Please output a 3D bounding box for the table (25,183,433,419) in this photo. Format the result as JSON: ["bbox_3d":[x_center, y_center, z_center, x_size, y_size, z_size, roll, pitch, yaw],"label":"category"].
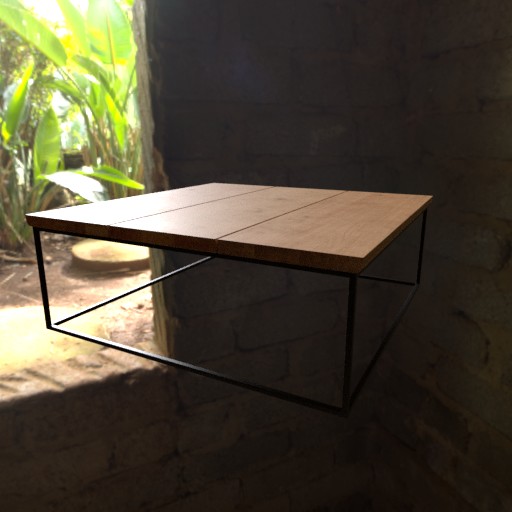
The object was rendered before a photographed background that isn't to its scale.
[{"bbox_3d":[0.000,0.000,1.700,1.100,0.400,1.100,8,17,27],"label":"table"}]
